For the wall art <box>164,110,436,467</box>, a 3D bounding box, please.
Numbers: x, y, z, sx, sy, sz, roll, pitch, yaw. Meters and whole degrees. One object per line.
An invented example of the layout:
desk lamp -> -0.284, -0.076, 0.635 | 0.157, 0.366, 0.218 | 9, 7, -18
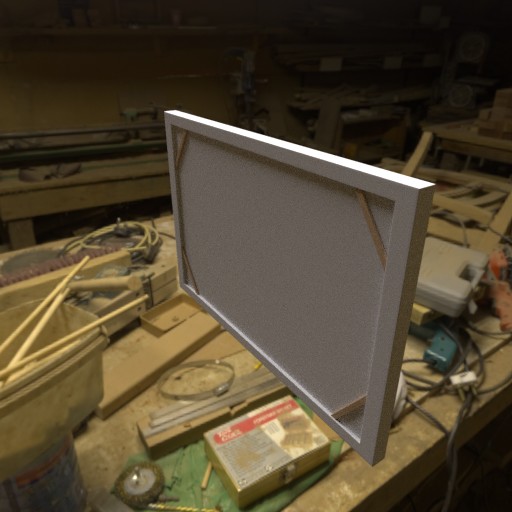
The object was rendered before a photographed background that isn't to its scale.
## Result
wall art -> 0.000, 0.000, 1.143 | 0.038, 0.609, 0.914 | -17, 31, -31
